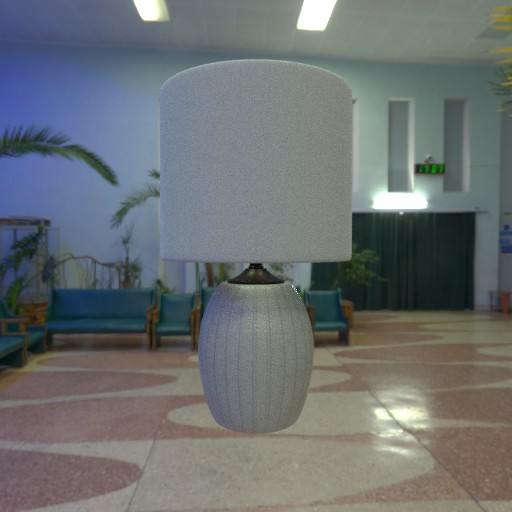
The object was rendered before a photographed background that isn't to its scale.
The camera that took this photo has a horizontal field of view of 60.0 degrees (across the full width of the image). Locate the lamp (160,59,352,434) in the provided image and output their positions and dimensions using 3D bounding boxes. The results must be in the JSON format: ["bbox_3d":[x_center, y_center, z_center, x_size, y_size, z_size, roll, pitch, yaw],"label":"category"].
[{"bbox_3d":[0.000,0.000,0.777,0.328,0.570,0.328,0,1,0],"label":"lamp"}]
